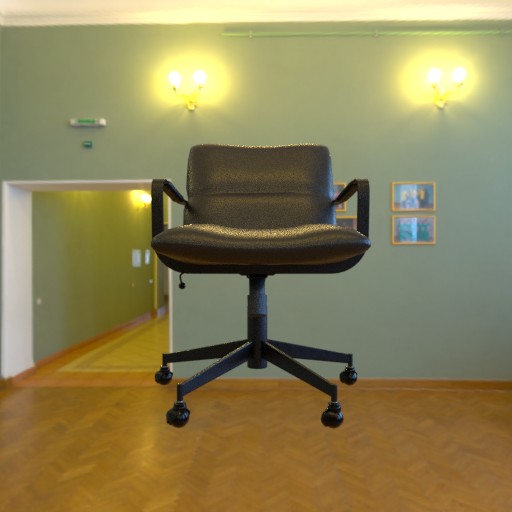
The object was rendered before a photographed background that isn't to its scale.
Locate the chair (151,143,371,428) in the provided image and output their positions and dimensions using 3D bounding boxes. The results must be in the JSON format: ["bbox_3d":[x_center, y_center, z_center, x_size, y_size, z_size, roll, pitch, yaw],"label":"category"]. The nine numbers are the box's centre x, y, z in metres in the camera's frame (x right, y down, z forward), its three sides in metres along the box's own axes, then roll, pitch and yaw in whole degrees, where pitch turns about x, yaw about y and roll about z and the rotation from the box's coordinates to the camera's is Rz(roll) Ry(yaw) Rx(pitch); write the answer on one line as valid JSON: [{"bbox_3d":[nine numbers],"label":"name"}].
[{"bbox_3d":[0.000,0.000,1.470,0.719,0.922,0.748,0,0,0],"label":"chair"}]
